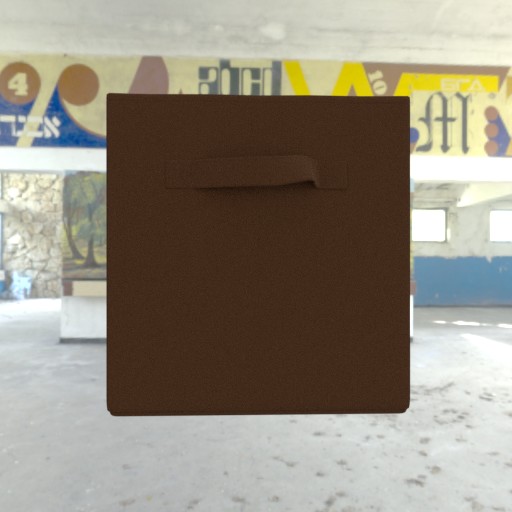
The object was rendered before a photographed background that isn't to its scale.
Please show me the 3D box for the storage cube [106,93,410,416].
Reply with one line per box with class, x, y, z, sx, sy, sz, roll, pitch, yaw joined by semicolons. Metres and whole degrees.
storage cube;0.000;0.000;0.501;0.270;0.280;0.270;0;0;-2
